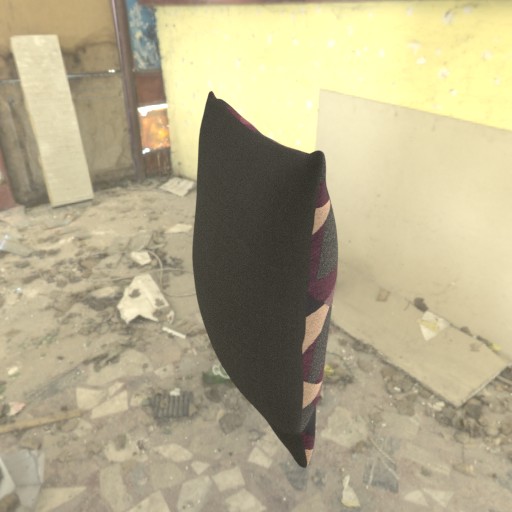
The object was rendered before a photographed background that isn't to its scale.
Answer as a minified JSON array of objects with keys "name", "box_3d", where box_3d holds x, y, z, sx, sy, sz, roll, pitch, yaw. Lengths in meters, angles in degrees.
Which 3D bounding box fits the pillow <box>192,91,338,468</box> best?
[{"name":"pillow","box_3d":[0.000,0.000,0.778,0.208,0.496,0.503,-9,30,-16]}]
